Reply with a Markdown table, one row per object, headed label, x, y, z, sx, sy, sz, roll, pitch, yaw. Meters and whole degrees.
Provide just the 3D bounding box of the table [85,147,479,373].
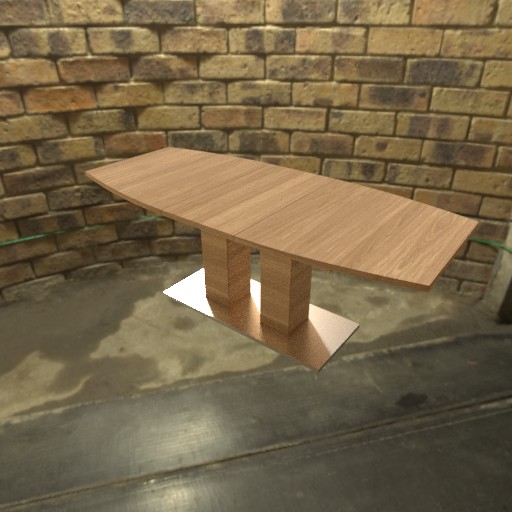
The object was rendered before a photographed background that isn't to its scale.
| label | x | y | z | sx | sy | sz | roll | pitch | yaw |
| --- | --- | --- | --- | --- | --- | --- | --- | --- | --- |
| table | 0.000 | 0.000 | 2.493 | 2.032 | 0.750 | 0.900 | 21 | 35 | 32 |
